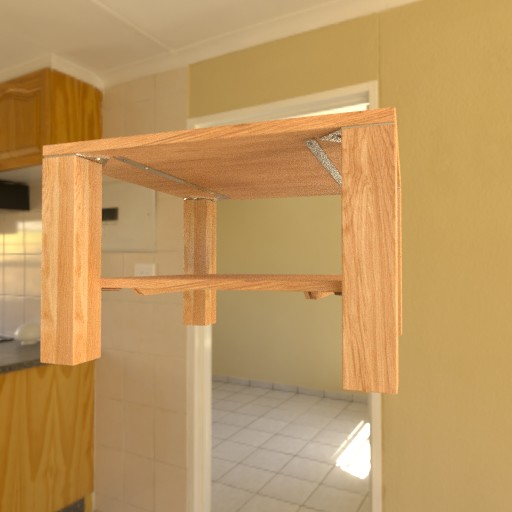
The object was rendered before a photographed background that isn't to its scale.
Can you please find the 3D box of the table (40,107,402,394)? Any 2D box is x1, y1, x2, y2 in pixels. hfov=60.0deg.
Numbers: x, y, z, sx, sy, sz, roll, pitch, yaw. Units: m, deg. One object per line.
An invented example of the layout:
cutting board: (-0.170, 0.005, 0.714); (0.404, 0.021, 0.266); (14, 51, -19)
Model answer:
table: (0.000, 0.000, 1.134); (0.700, 0.450, 0.700); (0, -1, 19)
